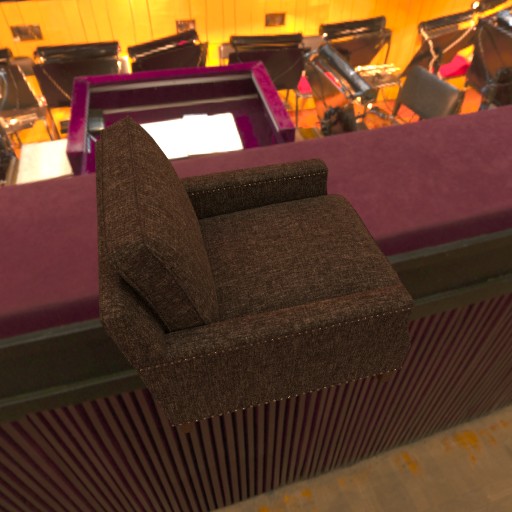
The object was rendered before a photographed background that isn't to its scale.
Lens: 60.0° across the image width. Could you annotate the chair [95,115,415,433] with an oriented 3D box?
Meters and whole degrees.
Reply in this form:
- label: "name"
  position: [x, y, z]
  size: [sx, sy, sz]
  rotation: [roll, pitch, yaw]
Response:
- label: "chair"
  position: [0.000, 0.000, 1.684]
  size: [1.014, 0.943, 0.853]
  rotation: [-11, 47, -10]
